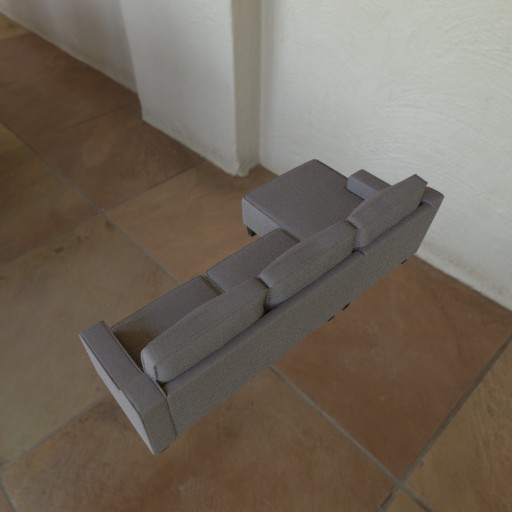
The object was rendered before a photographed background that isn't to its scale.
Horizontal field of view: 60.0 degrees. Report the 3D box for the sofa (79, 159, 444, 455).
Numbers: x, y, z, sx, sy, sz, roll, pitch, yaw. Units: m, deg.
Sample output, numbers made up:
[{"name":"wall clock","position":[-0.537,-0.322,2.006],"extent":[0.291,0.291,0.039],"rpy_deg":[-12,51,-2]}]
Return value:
[{"name":"sofa","position":[0.000,0.000,3.201],"extent":[2.561,0.928,1.294],"rpy_deg":[-32,54,-27]}]
